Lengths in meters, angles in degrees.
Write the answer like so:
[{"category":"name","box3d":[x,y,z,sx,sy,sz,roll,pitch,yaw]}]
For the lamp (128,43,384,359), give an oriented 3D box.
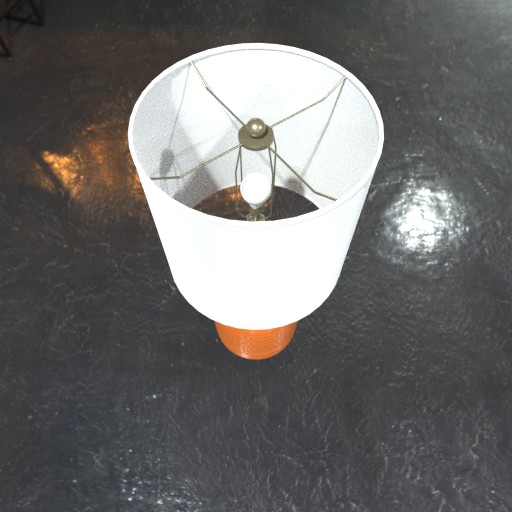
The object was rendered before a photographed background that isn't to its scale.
[{"category":"lamp","box3d":[0.000,0.000,1.104,0.418,0.871,0.418,2,59,1]}]
